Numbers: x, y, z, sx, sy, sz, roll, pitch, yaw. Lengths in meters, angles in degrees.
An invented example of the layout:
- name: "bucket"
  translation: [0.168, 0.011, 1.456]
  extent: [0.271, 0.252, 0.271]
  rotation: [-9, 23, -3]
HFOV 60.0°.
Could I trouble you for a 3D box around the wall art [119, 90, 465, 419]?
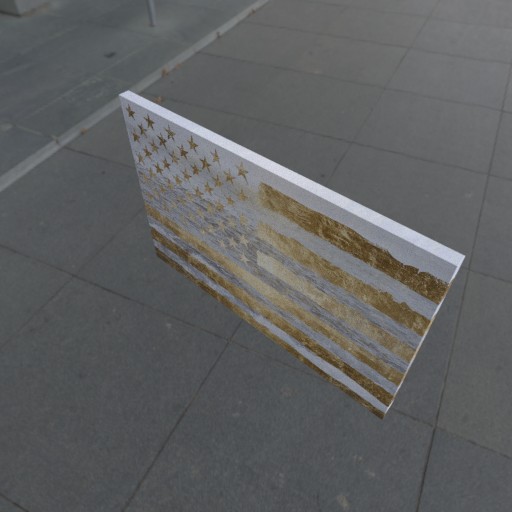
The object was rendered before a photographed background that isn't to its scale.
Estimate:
- name: "wall art"
  translation: [0.000, 0.000, 1.466]
  extent: [1.145, 0.762, 0.041]
  rotation: [32, 54, 27]
